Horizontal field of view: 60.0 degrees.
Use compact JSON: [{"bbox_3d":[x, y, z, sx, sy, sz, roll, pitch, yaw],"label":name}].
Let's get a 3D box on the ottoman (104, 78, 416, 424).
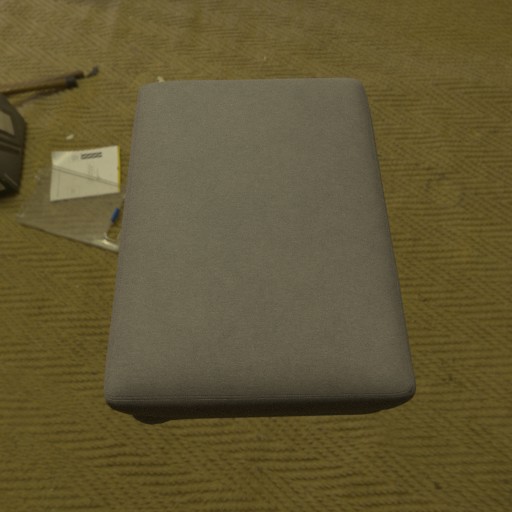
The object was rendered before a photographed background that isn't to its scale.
[{"bbox_3d":[0.000,0.000,1.102,0.574,0.497,0.773,-1,65,-1],"label":"ottoman"}]
